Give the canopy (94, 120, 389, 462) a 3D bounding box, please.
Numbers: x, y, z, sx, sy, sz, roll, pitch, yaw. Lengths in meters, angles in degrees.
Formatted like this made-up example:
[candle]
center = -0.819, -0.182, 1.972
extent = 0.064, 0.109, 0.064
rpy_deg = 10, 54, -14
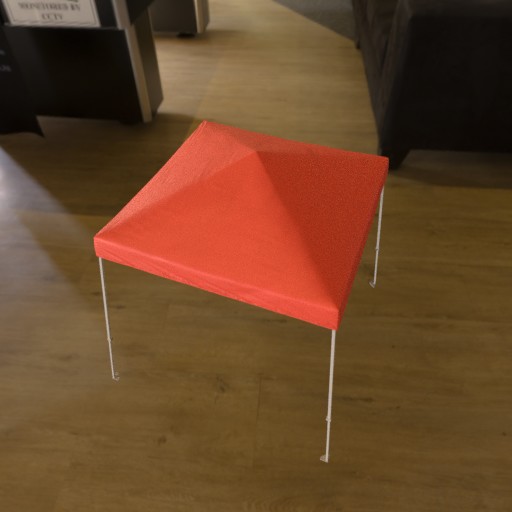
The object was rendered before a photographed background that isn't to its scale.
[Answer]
[canopy]
center = 0.000, 0.000, 5.244
extent = 2.849, 2.850, 2.850
rpy_deg = 16, 48, 15
